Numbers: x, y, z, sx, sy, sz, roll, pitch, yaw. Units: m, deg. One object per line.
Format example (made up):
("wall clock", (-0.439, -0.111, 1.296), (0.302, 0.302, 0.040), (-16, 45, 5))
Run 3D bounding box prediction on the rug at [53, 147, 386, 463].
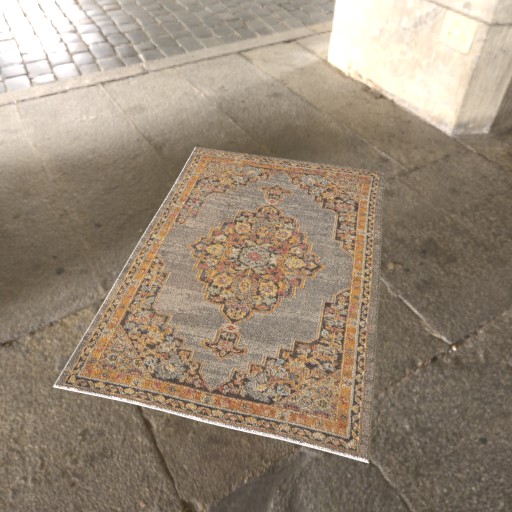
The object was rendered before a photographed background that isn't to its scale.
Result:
("rug", (0.000, 0.000, 3.898), (2.158, 0.024, 3.063), (10, 47, 9))
